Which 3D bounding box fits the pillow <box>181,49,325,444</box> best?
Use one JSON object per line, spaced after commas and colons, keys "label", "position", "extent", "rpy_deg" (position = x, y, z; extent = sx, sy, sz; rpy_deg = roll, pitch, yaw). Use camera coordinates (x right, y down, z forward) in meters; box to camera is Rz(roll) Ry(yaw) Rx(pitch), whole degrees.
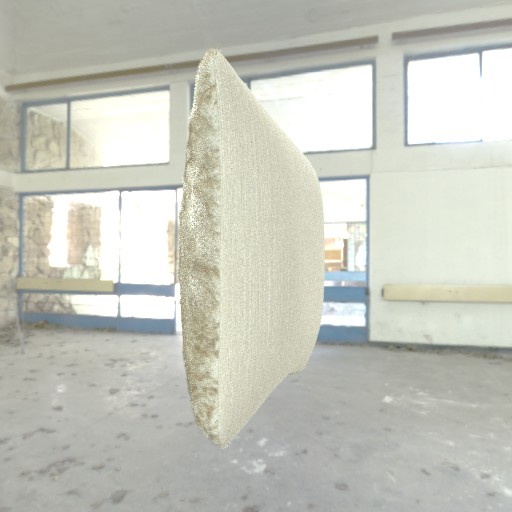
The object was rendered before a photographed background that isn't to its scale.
{"label": "pillow", "position": [0.000, 0.000, 0.805], "extent": [0.216, 0.525, 0.538], "rpy_deg": [0, -1, 18]}
